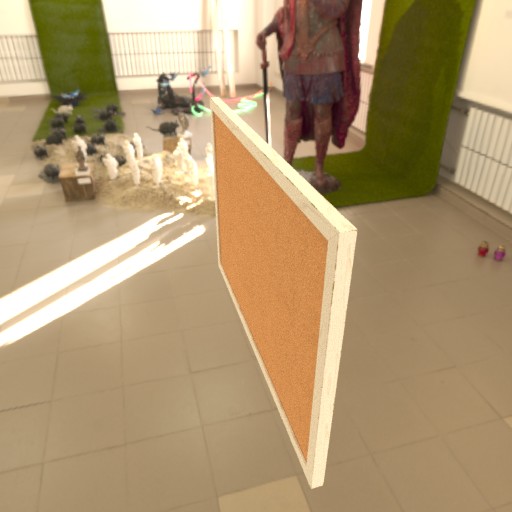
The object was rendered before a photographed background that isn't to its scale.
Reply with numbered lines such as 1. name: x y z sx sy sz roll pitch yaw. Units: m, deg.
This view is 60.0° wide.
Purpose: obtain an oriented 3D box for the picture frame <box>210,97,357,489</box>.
1. picture frame: 0.000 0.000 1.202 0.029 0.640 0.950 -9 32 -14
